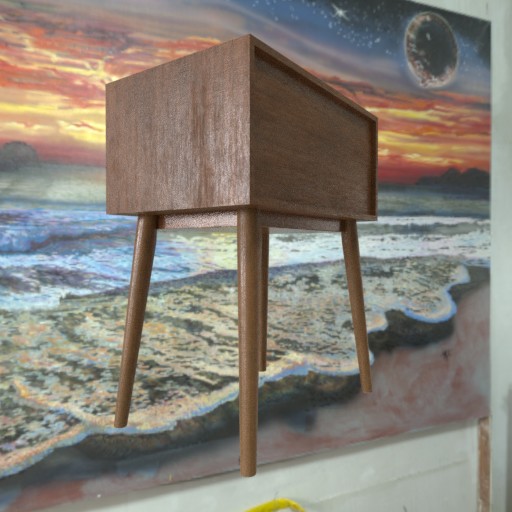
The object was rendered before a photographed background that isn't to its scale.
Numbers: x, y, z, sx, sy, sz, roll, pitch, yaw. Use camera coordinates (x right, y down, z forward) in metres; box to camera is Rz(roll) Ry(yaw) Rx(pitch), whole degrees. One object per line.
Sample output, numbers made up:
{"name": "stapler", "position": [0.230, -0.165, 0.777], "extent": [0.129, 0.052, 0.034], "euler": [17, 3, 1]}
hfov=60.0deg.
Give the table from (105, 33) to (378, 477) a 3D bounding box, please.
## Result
{"name": "table", "position": [0.000, 0.000, 0.846], "extent": [0.307, 0.580, 0.454], "euler": [1, 1, 36]}
